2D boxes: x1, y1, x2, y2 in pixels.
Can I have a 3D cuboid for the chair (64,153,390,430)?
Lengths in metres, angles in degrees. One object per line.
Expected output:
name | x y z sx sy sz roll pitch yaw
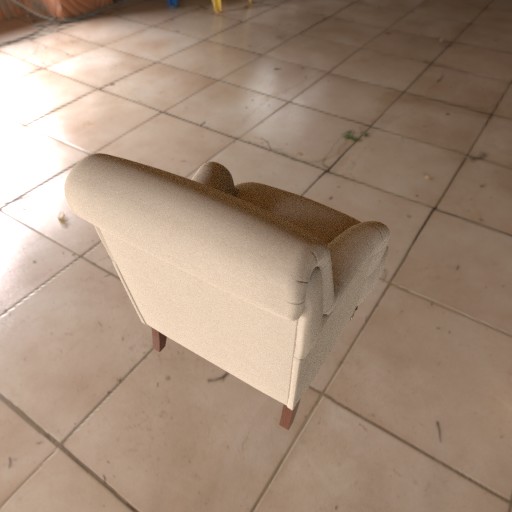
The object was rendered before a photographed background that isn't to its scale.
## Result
chair | 0.000 0.000 1.576 0.766 0.942 0.842 24 49 23
